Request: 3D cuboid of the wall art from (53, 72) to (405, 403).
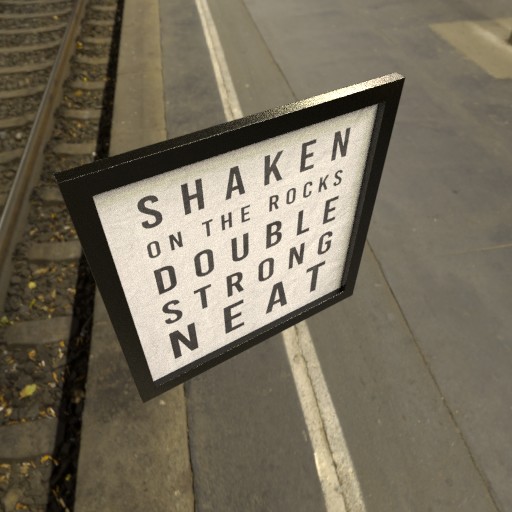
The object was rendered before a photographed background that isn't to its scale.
[{"bbox_3d":[0.000,0.000,0.518,0.349,0.349,0.014,-23,50,-21],"label":"wall art"}]
